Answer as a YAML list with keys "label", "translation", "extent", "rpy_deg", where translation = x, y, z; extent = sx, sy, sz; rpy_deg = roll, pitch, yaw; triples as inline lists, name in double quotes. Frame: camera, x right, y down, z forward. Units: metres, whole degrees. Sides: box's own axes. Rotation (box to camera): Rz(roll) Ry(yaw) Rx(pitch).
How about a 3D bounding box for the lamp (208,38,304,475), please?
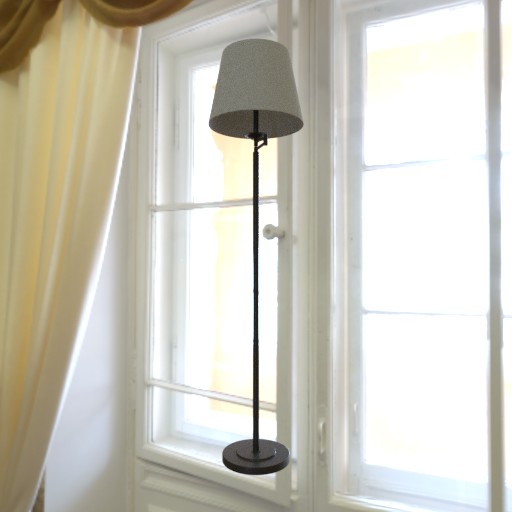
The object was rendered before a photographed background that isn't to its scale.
- label: "lamp"
  translation: [0.000, 0.000, 1.617]
  extent: [0.348, 1.473, 0.348]
  rpy_deg: [0, -1, -20]
